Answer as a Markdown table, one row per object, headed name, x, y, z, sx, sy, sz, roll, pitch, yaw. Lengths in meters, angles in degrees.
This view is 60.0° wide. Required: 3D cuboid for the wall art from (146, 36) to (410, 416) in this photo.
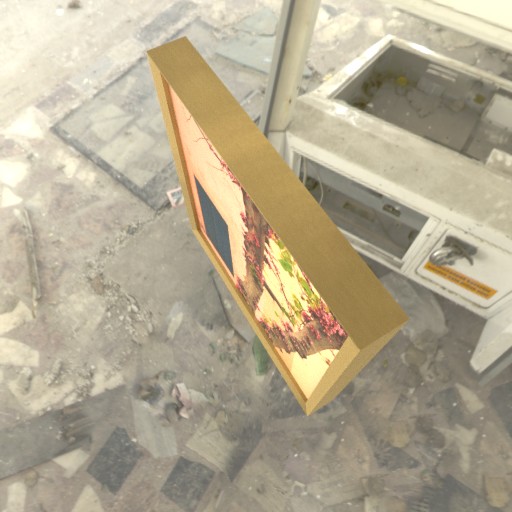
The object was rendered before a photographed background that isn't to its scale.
| name | x | y | z | sx | sy | sz | roll | pitch | yaw |
| --- | --- | --- | --- | --- | --- | --- | --- | --- | --- |
| wall art | 0.000 | 0.000 | 0.463 | 0.038 | 0.305 | 0.304 | -28 | 67 | -13 |
